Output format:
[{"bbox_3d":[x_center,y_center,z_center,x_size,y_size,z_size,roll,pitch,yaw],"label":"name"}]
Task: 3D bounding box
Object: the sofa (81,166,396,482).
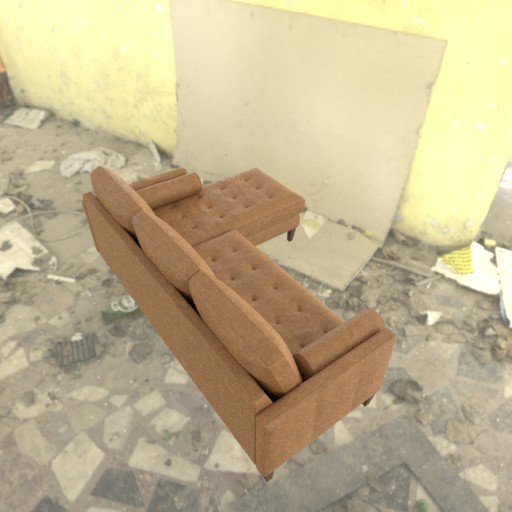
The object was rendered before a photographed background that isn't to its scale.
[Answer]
[{"bbox_3d":[0.000,0.000,2.927,1.506,0.876,2.178,-25,46,-27],"label":"sofa"}]
